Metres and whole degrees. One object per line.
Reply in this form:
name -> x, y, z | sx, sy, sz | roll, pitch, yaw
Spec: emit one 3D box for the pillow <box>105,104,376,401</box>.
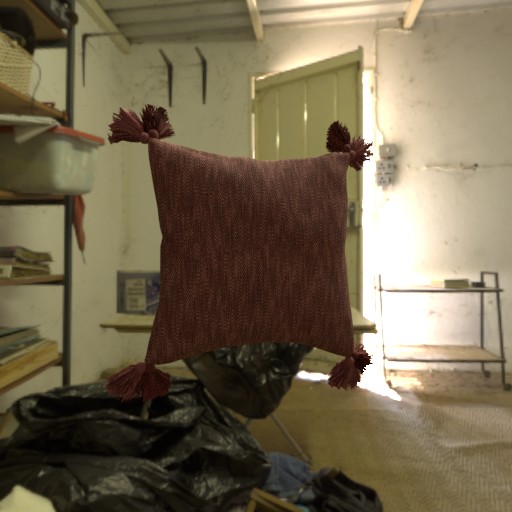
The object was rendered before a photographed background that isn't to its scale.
pillow -> 0.000, 0.000, 0.989 | 0.641, 0.659, 0.138 | 0, 0, -17
